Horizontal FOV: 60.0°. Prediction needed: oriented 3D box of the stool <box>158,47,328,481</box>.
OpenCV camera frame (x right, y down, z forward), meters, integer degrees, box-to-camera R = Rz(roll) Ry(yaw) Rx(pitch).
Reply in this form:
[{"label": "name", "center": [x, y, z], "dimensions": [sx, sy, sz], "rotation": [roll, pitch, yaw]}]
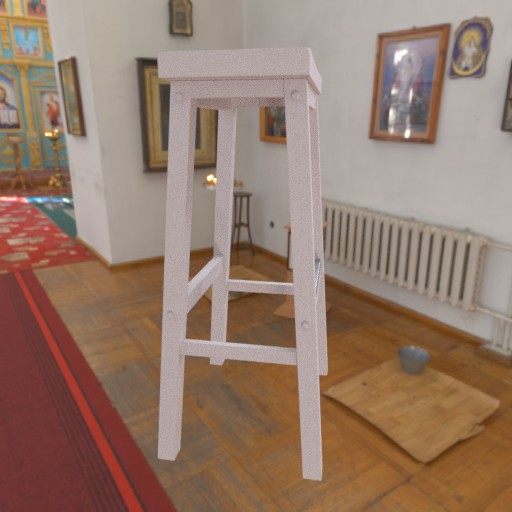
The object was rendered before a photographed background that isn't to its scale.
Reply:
[{"label": "stool", "center": [0.000, 0.000, 0.940], "dimensions": [0.322, 0.742, 0.406], "rotation": [3, 16, 10]}]
